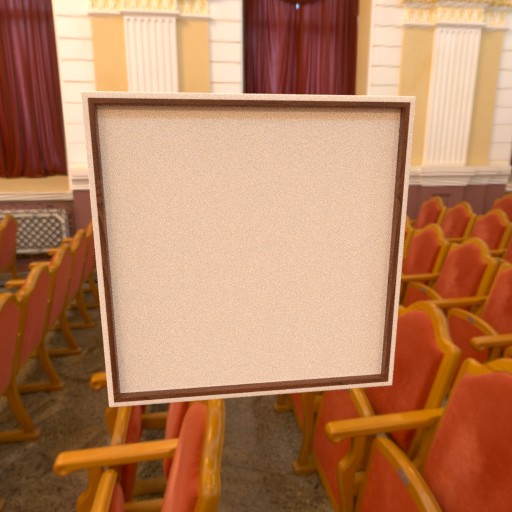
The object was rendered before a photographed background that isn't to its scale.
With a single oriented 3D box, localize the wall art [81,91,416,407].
[{"bbox_3d":[0.000,0.000,1.101,0.757,0.757,0.037,-2,14,-8],"label":"wall art"}]
